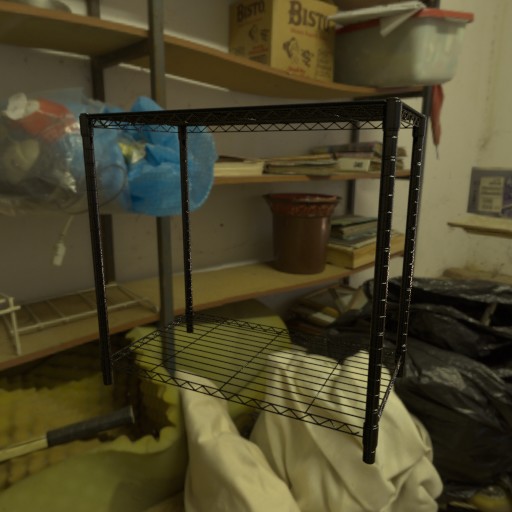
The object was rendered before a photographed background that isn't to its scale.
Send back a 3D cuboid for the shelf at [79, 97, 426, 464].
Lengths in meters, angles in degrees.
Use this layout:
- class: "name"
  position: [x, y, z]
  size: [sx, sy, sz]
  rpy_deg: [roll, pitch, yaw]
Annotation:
- class: "shelf"
  position: [0.000, 0.000, 0.920]
  size: [0.589, 0.564, 0.338]
  rpy_deg: [6, 15, 25]
